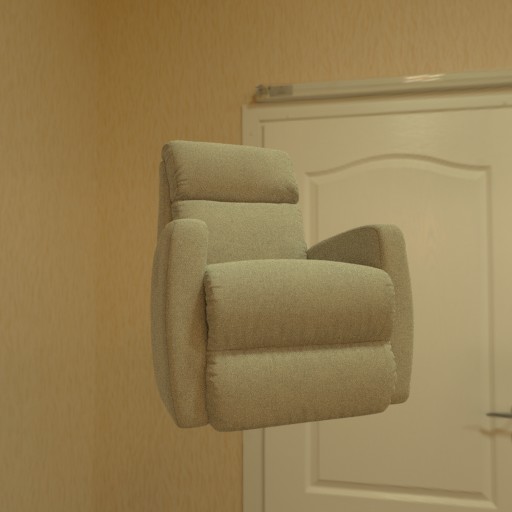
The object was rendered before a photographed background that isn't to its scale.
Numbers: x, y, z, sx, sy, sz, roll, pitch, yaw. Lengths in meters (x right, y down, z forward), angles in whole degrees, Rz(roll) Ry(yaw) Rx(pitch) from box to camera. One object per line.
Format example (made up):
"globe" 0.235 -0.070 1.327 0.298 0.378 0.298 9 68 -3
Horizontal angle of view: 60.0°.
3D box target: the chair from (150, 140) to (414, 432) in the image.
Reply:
"chair" 0.000 0.000 1.671 0.794 1.021 0.940 1 -2 -19
